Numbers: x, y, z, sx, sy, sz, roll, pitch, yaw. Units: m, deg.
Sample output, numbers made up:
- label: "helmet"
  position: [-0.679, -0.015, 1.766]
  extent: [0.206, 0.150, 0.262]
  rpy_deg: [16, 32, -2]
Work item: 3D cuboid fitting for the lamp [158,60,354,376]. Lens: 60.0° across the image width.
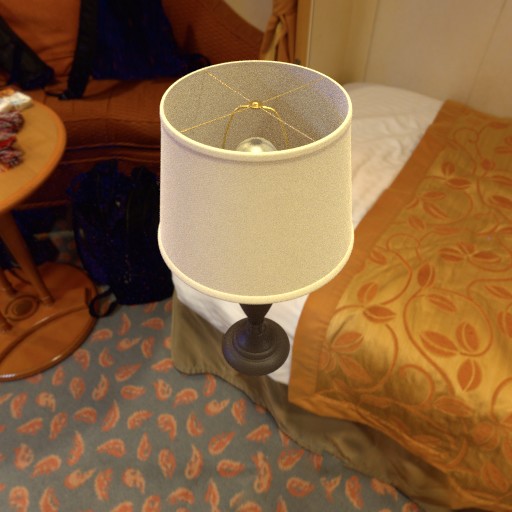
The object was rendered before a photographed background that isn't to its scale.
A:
- label: "lamp"
  position: [0.000, 0.000, 0.820]
  extent: [0.335, 0.611, 0.335]
  rpy_deg: [0, 47, 0]
